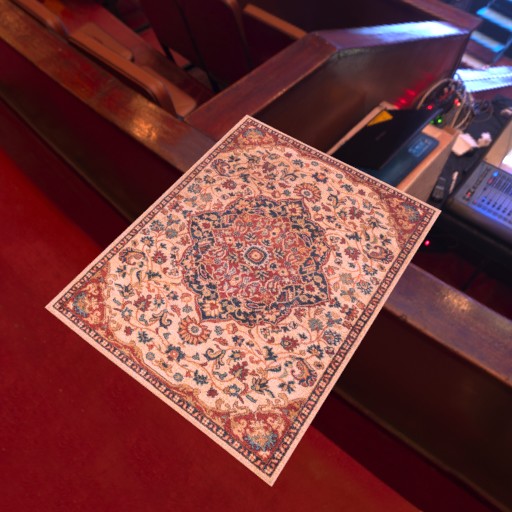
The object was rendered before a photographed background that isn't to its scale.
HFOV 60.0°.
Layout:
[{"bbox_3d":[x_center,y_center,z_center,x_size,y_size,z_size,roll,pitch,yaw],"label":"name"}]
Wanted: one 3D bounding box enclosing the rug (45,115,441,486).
[{"bbox_3d":[0.000,0.000,4.234,2.454,0.005,3.067,31,64,18],"label":"rug"}]
